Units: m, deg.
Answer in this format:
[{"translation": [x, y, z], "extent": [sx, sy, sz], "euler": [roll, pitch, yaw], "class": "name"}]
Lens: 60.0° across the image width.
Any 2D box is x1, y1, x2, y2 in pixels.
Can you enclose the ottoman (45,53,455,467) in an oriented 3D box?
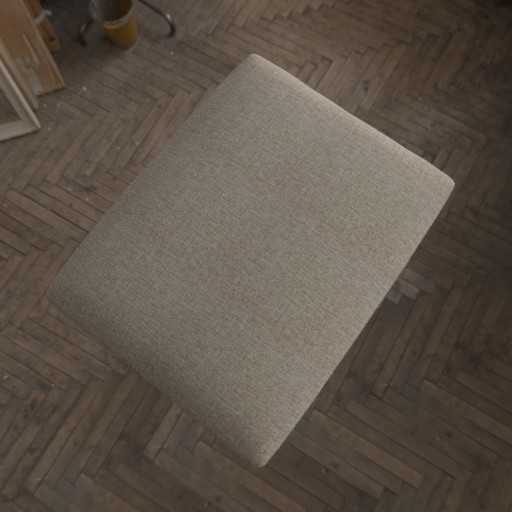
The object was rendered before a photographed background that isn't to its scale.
[{"translation": [0.000, 0.000, 1.117], "extent": [0.584, 0.513, 0.741], "euler": [36, 79, 8], "class": "ottoman"}]
